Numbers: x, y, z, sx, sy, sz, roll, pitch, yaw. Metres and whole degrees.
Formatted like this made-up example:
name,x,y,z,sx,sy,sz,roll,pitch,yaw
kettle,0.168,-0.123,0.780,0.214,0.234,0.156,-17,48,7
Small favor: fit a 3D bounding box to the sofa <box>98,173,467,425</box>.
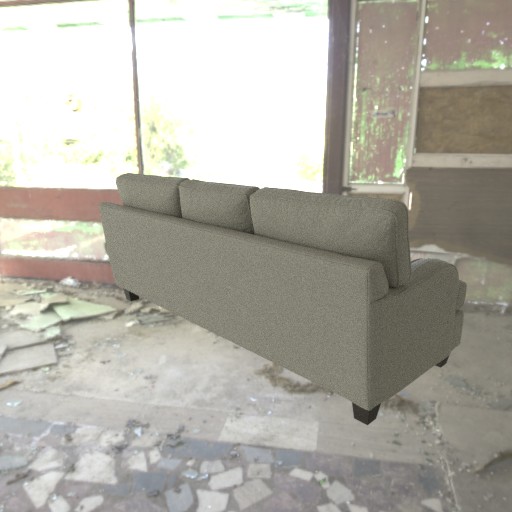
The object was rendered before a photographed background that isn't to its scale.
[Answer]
name,x,y,z,sx,sy,sz,roll,pitch,yaw
sofa,0.000,0.000,2.844,1.016,0.997,2.323,-14,21,-42
